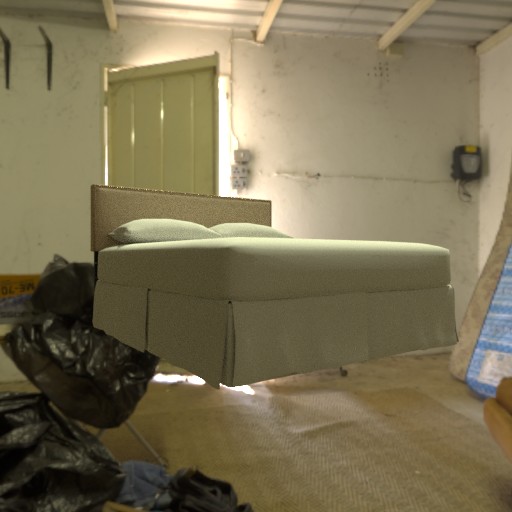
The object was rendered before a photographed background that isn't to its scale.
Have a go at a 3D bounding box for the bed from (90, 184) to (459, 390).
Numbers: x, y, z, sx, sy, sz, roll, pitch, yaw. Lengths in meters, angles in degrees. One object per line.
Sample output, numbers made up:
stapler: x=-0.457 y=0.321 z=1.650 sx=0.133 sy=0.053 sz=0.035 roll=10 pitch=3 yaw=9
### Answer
bed: x=0.000 y=0.000 z=2.845 sx=1.616 sy=1.016 sz=1.876 roll=0 pitch=0 yaw=-35
